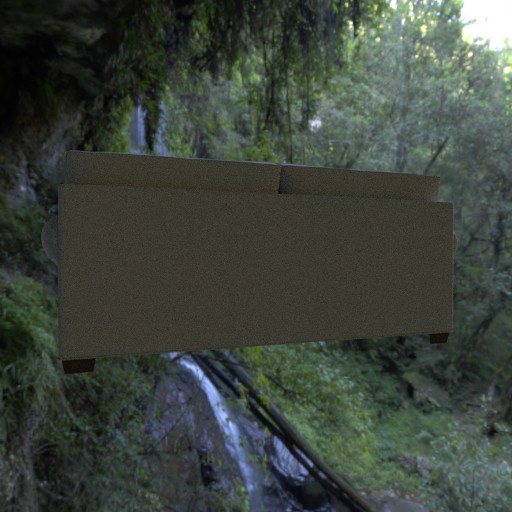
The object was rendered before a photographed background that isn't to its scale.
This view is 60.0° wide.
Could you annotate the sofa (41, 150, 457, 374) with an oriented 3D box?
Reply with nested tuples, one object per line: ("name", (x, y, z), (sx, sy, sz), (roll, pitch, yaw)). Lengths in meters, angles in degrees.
("sofa", (0.000, 0.000, 2.524), (2.146, 0.962, 0.901), (0, 0, -19))
